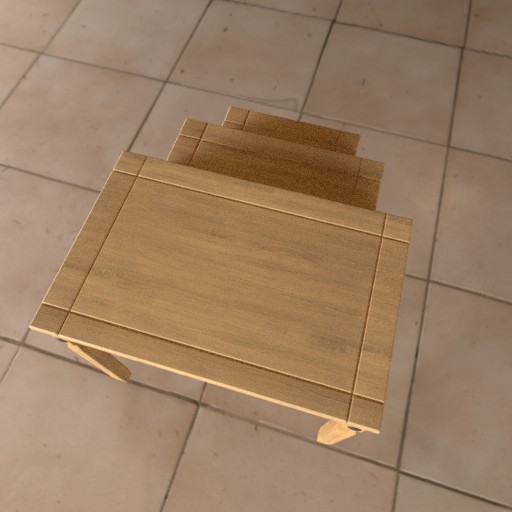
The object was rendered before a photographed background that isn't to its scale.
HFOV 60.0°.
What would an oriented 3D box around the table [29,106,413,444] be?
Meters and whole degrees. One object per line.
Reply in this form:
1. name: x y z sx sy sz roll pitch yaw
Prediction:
1. table: 0.000 0.000 1.188 0.660 0.535 0.773 15 65 7
